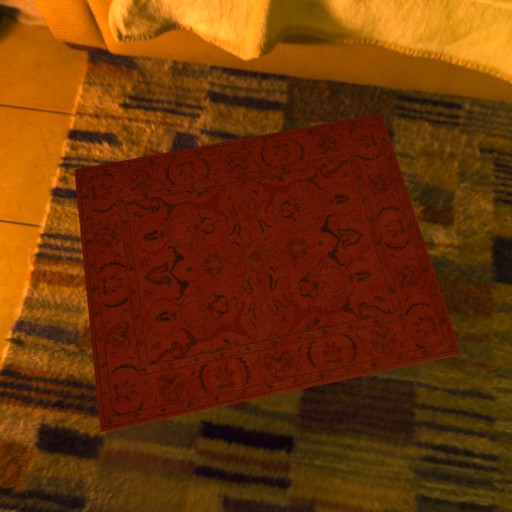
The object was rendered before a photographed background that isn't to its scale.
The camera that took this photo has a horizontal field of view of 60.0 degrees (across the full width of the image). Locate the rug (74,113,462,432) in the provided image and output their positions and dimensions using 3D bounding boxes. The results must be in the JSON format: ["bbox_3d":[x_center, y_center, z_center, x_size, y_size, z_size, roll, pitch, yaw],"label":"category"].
[{"bbox_3d":[0.000,0.000,3.827,2.929,0.012,2.300,-11,74,-3],"label":"rug"}]
